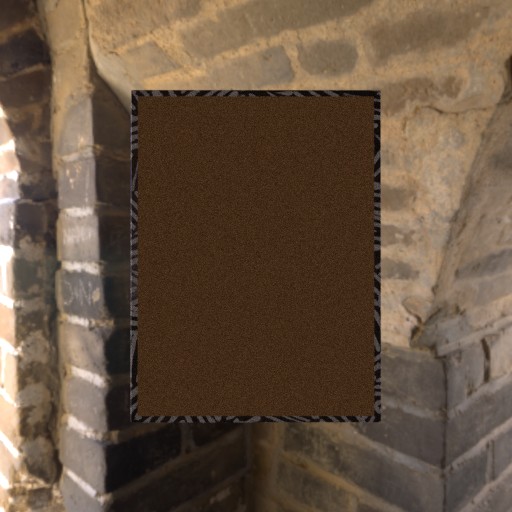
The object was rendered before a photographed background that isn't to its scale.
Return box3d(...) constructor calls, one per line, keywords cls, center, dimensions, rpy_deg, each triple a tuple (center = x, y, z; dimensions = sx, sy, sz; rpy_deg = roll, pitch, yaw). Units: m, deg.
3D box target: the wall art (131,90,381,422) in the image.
box3d(cls="wall art", center=(0.000, 0.000, 1.372), dimensions=(0.765, 1.017, 0.038), rpy_deg=(0, 0, 0))
